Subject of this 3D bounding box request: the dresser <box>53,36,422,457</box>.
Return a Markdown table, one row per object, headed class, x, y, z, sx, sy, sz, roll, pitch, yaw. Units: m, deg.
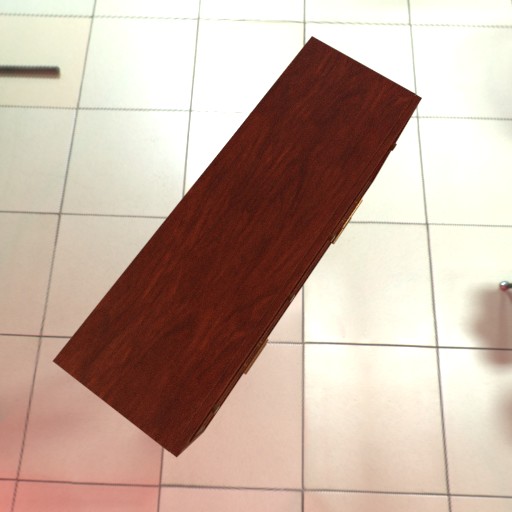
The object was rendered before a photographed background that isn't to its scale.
| class | x | y | z | sx | sy | sz | roll | pitch | yaw |
| --- | --- | --- | --- | --- | --- | --- | --- | --- | --- |
| dresser | 0.000 | 0.000 | 1.915 | 0.500 | 0.889 | 1.472 | 34 | 77 | 9 |
